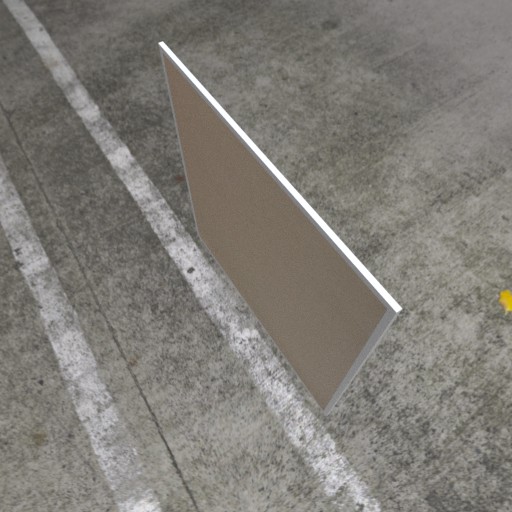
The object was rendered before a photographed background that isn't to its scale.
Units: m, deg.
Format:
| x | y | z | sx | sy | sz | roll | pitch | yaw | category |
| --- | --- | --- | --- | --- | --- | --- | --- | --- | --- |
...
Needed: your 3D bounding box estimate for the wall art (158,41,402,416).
| x | y | z | sx | sy | sz | roll | pitch | yaw | category |
| --- | --- | --- | --- | --- | --- | --- | --- | --- | --- |
| 0.000 | 0.000 | 0.680 | 0.007 | 0.456 | 0.456 | -29 | 64 | -16 | wall art |
